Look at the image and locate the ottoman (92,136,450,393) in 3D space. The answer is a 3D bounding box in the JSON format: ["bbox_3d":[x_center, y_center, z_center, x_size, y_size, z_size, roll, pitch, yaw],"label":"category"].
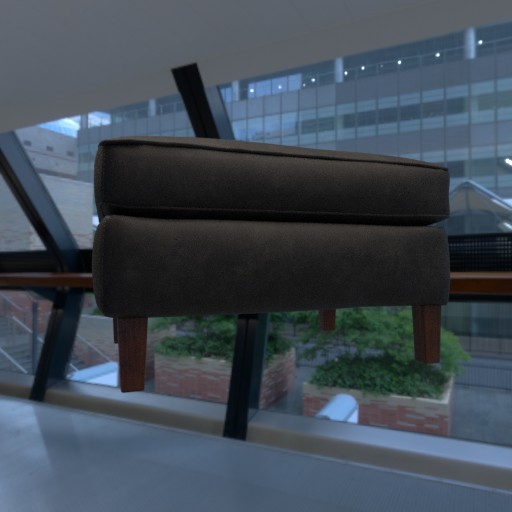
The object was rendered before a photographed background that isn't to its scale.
[{"bbox_3d":[0.000,0.000,0.963,0.665,0.413,0.501,0,0,-19],"label":"ottoman"}]
